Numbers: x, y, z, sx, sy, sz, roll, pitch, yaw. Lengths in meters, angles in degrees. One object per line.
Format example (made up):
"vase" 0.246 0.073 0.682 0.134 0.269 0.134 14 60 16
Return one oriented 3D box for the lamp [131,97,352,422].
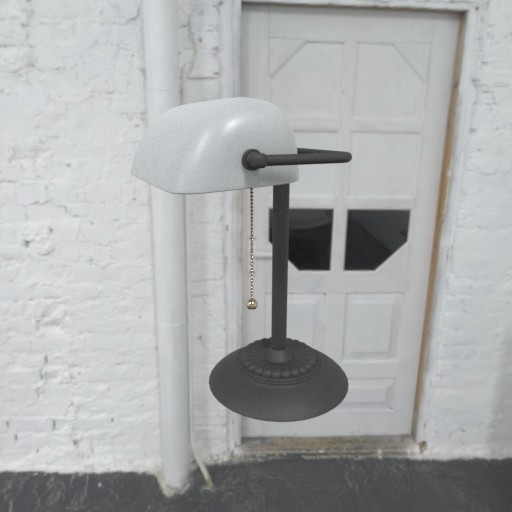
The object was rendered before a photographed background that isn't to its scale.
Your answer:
"lamp" 0.000 0.000 0.515 0.243 0.339 0.264 -8 18 -24
